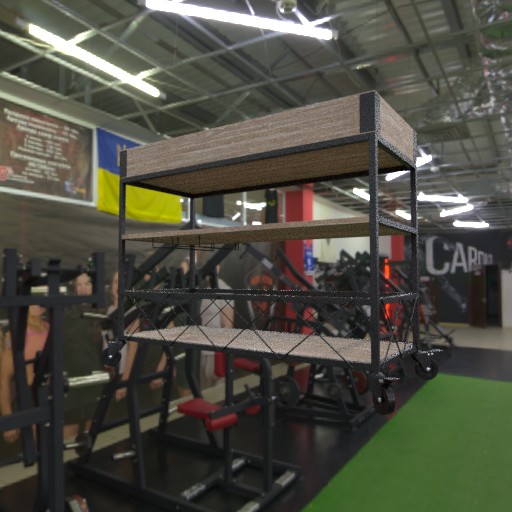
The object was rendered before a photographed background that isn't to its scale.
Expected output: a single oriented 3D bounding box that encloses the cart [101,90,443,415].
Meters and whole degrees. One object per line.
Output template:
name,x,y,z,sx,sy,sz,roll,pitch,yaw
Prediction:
cart,0.000,0.000,1.519,1.101,0.787,0.500,-2,-3,34
